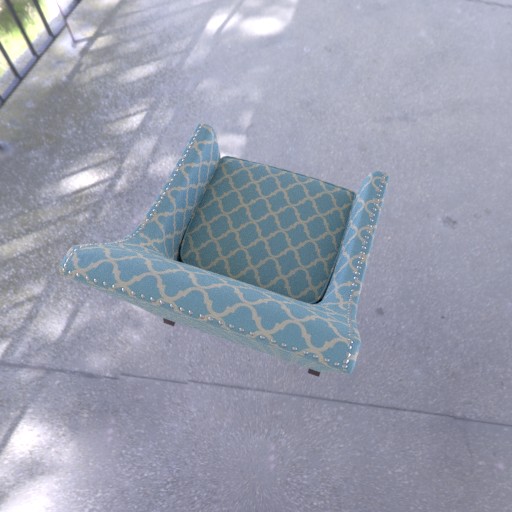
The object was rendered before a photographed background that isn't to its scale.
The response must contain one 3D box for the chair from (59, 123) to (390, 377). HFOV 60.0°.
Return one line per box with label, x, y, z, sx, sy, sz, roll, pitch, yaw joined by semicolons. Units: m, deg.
chair;0.000;0.000;1.327;0.617;0.817;0.686;17;65;8
